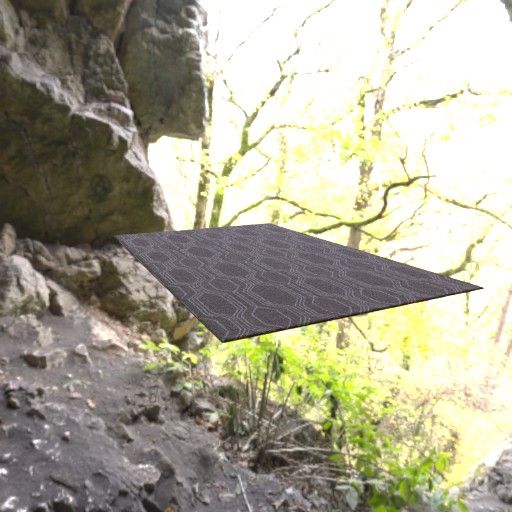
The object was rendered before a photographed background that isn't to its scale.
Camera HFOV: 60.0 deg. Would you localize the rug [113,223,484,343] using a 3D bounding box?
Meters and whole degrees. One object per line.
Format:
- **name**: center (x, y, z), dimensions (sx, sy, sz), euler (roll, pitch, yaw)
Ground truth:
- **rug**: center (0.000, 0.000, 3.133), dimensions (1.541, 0.012, 2.457), euler (-7, 15, -26)
